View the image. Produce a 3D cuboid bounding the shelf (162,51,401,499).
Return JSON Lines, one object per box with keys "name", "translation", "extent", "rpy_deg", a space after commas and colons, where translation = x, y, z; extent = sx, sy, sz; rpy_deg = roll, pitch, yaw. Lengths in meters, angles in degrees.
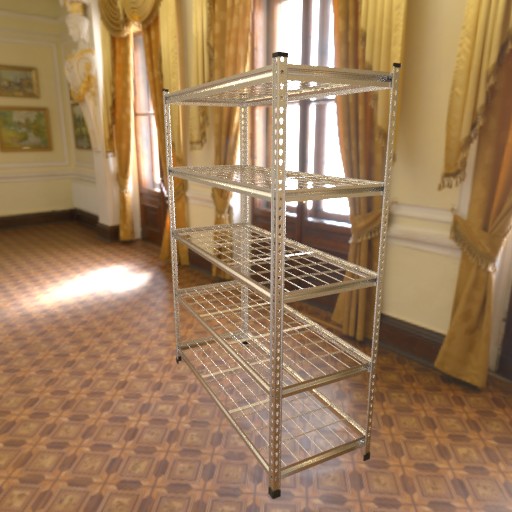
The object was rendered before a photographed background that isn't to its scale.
{"name": "shelf", "translation": [0.000, 0.000, 2.655], "extent": [0.610, 1.981, 1.524], "rpy_deg": [-8, 17, -26]}
